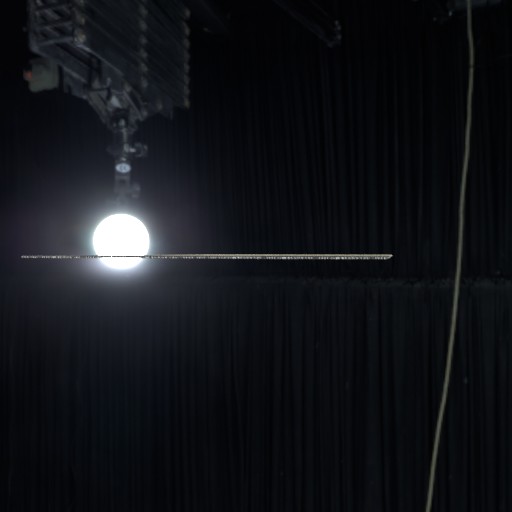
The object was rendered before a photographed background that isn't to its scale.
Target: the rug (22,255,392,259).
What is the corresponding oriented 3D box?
[{"bbox_3d":[0.000,0.000,3.955,2.315,0.015,2.932,0,0,17],"label":"rug"}]
